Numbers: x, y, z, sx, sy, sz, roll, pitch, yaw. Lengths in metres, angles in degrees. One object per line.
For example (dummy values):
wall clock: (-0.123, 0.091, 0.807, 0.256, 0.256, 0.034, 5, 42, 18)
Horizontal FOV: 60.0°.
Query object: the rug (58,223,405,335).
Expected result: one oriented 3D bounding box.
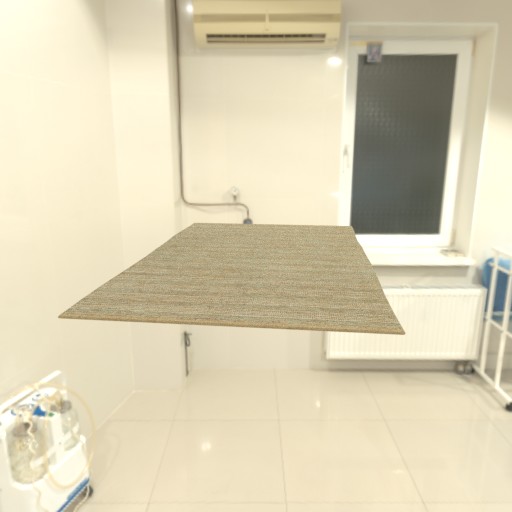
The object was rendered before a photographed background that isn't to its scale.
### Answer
rug: (0.000, 0.000, 3.091, 1.540, 0.012, 2.448, 2, 14, 7)
